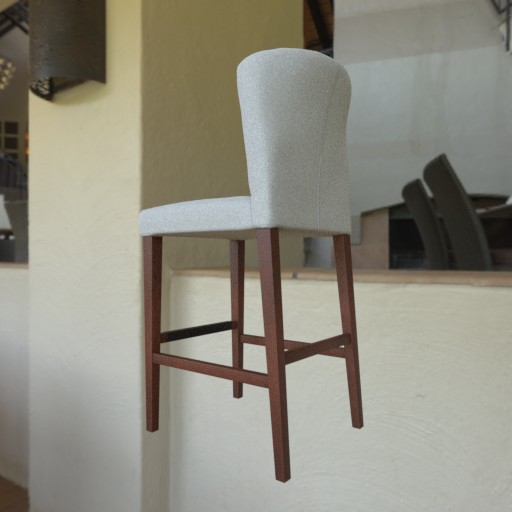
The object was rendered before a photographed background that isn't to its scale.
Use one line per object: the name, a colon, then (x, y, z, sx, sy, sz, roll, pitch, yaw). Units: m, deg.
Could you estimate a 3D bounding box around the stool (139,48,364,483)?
stool: (0.000, 0.000, 1.371, 0.568, 1.069, 0.479, 0, 0, 38)
